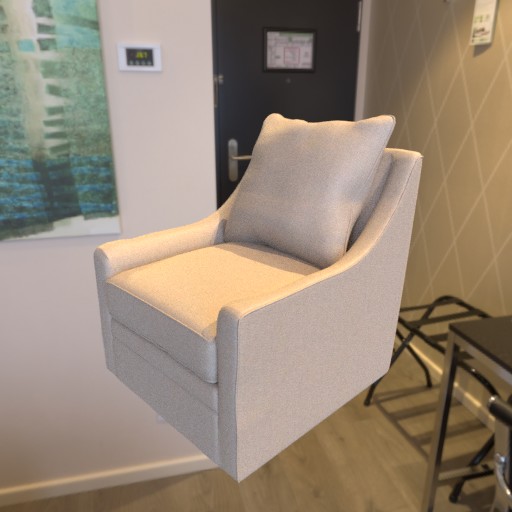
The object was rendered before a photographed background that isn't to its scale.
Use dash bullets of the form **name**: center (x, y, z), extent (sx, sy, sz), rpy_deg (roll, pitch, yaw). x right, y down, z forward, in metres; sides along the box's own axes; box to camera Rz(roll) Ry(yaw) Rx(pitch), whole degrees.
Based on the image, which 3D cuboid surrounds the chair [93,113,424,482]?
- **chair**: center (0.000, 0.000, 1.556), extent (0.876, 0.942, 0.760), rpy_deg (-17, 25, -41)
